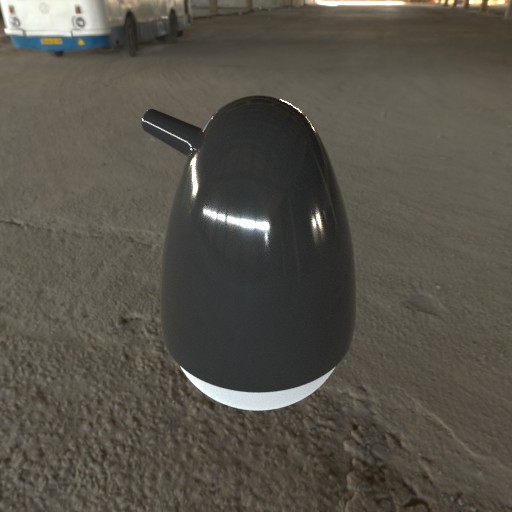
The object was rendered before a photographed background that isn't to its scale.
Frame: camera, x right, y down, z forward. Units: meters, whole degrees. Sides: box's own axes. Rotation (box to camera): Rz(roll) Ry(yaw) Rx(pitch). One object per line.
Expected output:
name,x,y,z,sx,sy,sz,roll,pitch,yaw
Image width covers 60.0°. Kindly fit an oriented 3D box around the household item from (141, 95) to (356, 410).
household item,0.000,0.000,0.220,0.104,0.152,0.102,7,32,12
